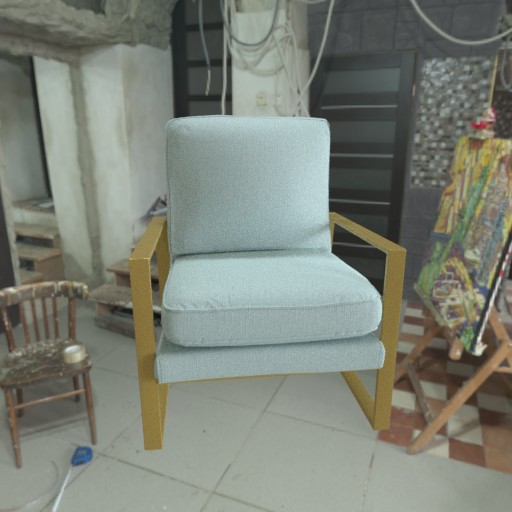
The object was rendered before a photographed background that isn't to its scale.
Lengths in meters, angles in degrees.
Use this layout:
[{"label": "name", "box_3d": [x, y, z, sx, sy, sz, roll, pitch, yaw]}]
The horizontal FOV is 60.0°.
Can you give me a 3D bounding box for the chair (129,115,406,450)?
[{"label": "chair", "box_3d": [0.000, 0.000, 1.565, 0.758, 0.956, 0.813, -2, 17, -7]}]
